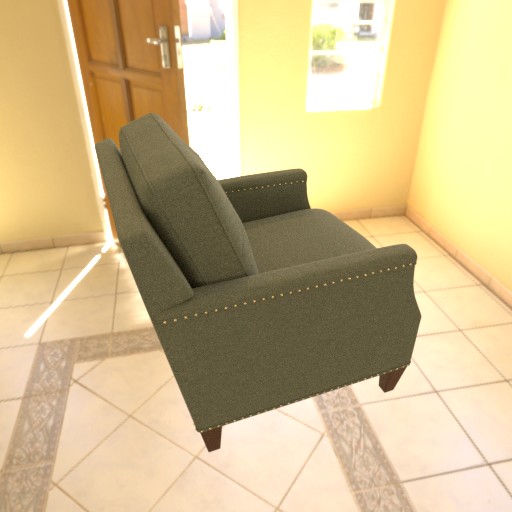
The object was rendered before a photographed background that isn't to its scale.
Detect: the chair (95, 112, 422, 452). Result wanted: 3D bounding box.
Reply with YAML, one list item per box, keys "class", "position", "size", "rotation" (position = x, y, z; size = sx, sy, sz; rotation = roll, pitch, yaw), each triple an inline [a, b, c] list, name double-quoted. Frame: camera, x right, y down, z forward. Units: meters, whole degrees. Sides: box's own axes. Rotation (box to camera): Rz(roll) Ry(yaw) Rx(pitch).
- class: "chair"
  position: [0.000, 0.000, 1.755]
  size: [1.031, 1.031, 0.885]
  rotation: [-11, 33, -18]
